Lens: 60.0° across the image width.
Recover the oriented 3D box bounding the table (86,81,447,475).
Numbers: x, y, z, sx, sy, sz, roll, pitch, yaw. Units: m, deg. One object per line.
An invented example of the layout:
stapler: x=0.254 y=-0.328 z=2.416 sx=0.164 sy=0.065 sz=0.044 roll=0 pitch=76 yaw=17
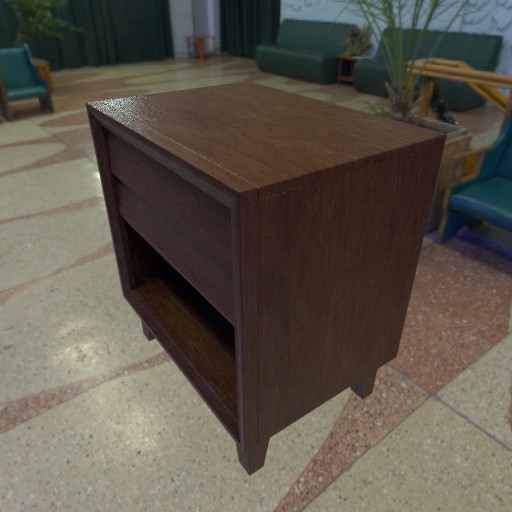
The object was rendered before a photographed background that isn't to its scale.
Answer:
table: x=0.000 y=0.000 z=0.973 sx=0.449 sy=0.609 sz=0.557 roll=-21 pitch=37 yaw=-30
